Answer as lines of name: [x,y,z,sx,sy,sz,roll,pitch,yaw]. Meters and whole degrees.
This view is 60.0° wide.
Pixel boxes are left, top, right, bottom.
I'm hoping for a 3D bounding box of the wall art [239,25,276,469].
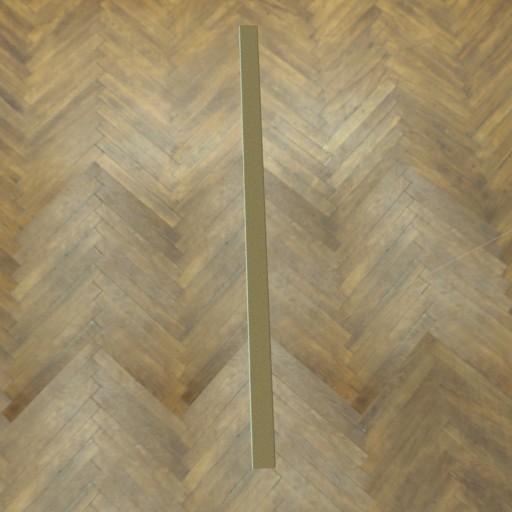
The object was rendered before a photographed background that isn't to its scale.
wall art: [0.000,0.000,0.488,0.019,0.254,0.380,-2,76,0]
